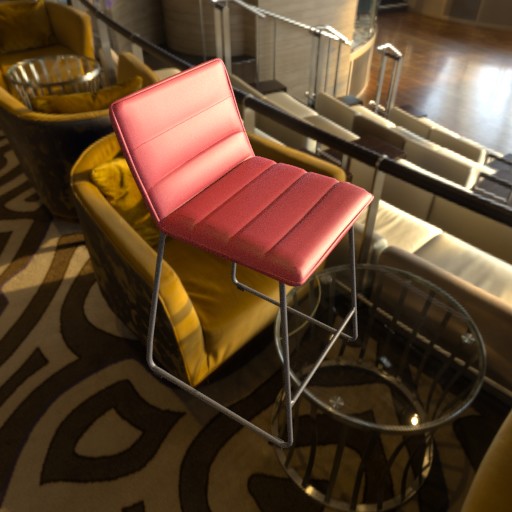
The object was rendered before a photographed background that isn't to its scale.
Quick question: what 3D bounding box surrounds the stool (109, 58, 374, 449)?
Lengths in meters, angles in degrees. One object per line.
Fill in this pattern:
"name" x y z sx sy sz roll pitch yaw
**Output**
"stool" 0.000 0.000 1.201 0.524 0.866 0.489 23 46 25
